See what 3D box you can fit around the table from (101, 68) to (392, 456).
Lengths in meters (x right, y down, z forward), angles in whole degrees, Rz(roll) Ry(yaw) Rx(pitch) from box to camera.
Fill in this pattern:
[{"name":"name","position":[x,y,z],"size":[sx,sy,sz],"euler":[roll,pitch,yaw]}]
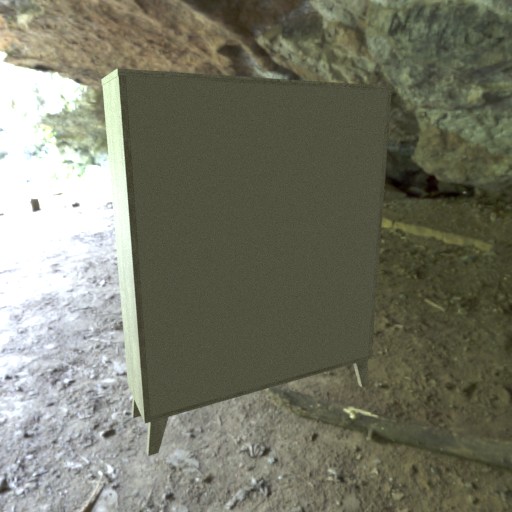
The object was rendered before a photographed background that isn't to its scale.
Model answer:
[{"name":"table","position":[0.000,0.000,1.554],"size":[0.902,1.135,0.256],"euler":[-8,17,-26]}]
